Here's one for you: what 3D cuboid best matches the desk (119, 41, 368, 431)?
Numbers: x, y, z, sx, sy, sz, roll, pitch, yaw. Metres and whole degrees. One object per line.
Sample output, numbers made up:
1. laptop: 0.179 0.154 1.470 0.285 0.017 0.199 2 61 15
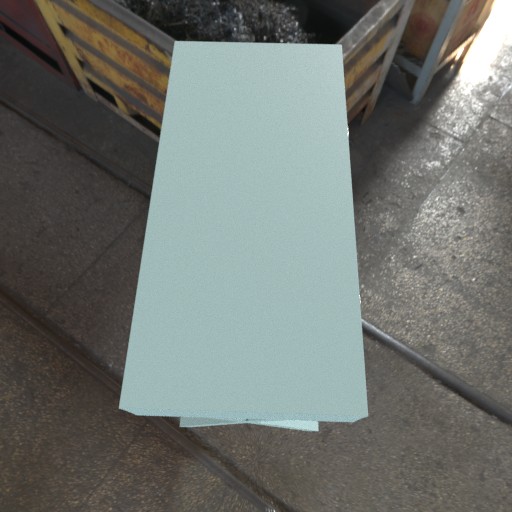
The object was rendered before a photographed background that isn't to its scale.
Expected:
1. desk: 0.000 0.000 1.470 0.525 0.780 1.057 2 65 1
